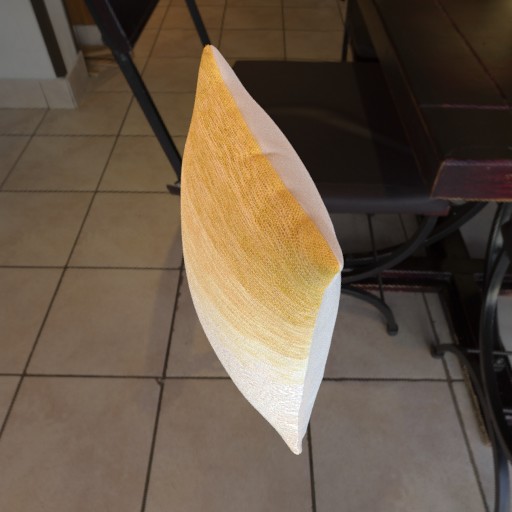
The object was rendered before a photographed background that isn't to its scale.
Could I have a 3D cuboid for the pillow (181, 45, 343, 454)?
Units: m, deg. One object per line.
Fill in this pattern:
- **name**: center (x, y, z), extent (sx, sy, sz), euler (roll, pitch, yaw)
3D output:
- **pillow**: center (0.000, 0.000, 0.665), extent (0.211, 0.450, 0.450), euler (-13, 49, -12)
